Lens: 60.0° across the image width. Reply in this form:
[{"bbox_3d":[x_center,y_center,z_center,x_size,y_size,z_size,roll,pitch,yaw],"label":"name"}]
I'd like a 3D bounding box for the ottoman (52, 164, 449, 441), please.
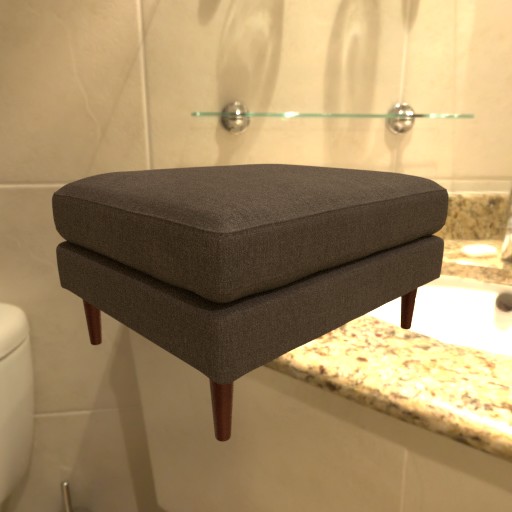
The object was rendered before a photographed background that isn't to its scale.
[{"bbox_3d":[0.000,0.000,1.206,0.821,0.474,0.693,-15,21,-42],"label":"ottoman"}]
